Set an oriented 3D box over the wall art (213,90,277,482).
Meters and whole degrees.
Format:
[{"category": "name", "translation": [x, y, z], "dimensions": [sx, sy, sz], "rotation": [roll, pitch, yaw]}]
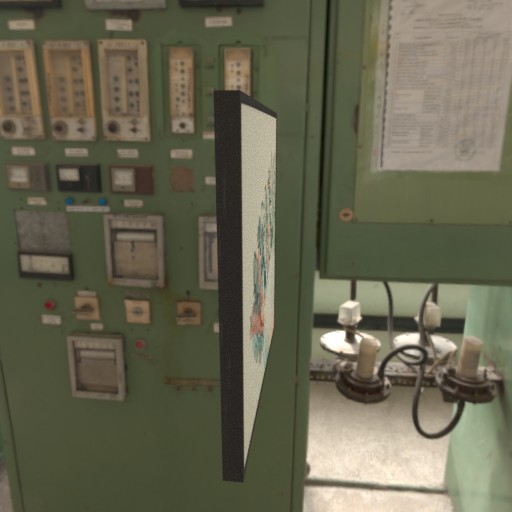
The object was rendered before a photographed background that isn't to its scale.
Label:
[{"category": "wall art", "translation": [0.000, 0.000, 1.179], "dimensions": [0.043, 0.758, 0.762], "rotation": [2, 15, 7]}]
